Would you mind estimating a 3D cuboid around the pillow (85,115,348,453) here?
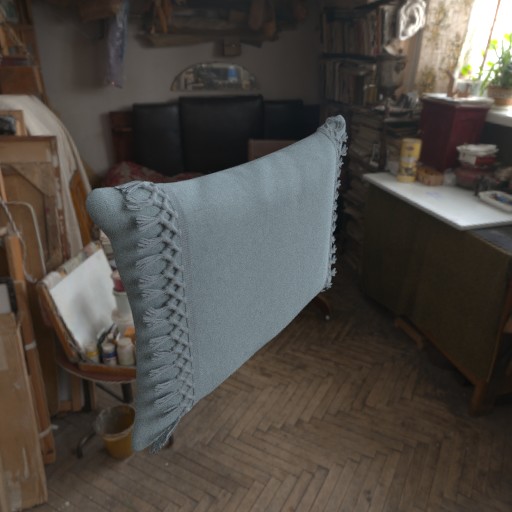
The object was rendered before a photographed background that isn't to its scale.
[{"bbox_3d":[0.000,0.000,0.587,0.084,0.305,0.466,18,32,31],"label":"pillow"}]
